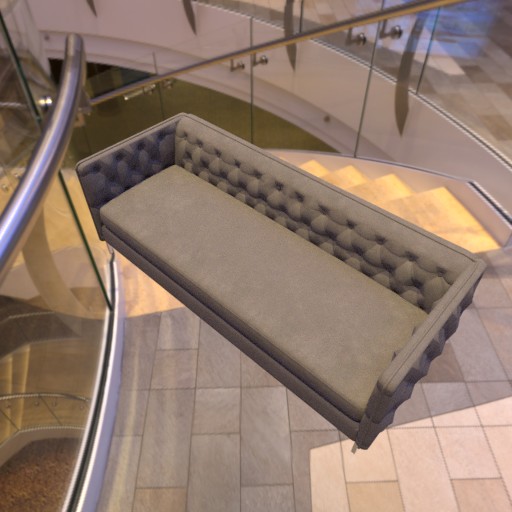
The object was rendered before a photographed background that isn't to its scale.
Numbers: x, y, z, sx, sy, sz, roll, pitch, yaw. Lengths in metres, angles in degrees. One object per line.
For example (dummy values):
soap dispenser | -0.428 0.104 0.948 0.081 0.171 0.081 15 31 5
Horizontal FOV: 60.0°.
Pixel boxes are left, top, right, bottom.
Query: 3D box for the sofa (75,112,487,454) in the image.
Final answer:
sofa | 0.000 0.000 2.620 2.209 0.771 0.895 33 54 28
